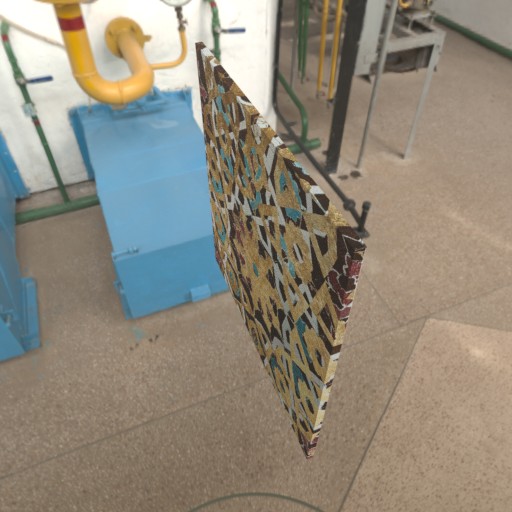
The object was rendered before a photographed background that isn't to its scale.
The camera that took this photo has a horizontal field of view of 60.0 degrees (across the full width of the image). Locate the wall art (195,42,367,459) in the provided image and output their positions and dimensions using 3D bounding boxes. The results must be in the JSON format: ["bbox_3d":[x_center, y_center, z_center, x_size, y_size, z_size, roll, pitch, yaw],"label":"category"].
[{"bbox_3d":[0.000,0.000,0.589,0.010,0.406,0.404,-16,48,-15],"label":"wall art"}]
